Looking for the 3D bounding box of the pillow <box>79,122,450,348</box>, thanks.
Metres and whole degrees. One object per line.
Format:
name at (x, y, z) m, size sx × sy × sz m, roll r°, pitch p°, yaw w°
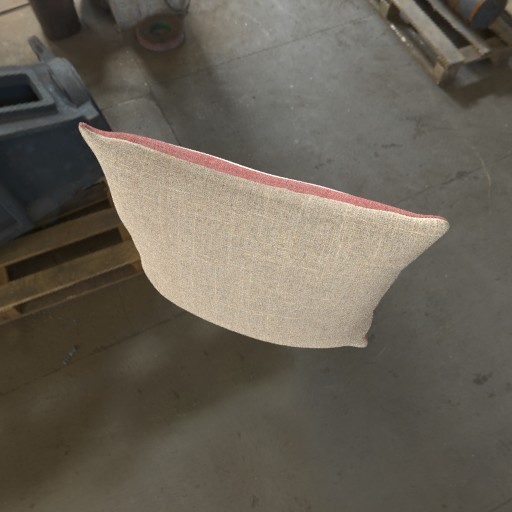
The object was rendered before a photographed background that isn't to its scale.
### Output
pillow at (0.000, 0.000, 0.668) m, size 0.439 × 0.427 × 0.182 m, roll 17°, pitch 65°, yaw 8°
